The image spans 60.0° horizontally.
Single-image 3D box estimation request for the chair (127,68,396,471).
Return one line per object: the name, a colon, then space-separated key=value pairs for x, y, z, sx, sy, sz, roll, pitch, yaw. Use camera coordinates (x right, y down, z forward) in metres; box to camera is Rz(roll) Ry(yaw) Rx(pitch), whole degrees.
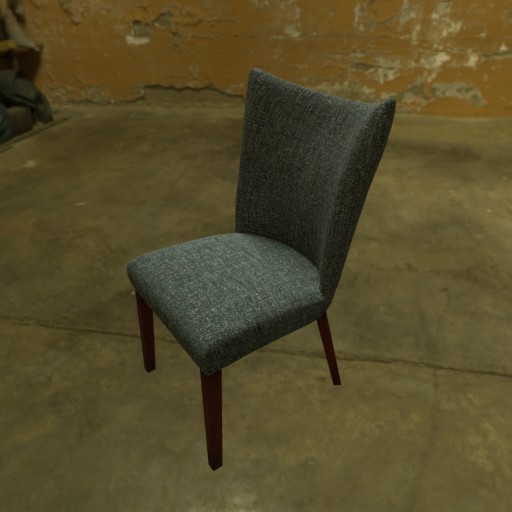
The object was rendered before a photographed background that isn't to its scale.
chair: x=0.000 y=0.000 z=1.282 sx=0.623 sy=0.924 sz=0.535 roll=-20 pitch=36 yaw=-30
